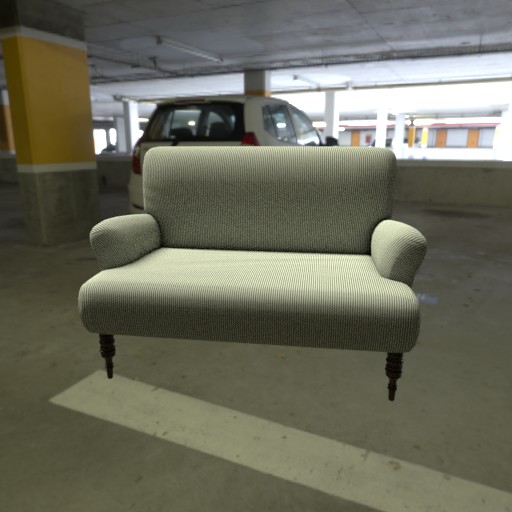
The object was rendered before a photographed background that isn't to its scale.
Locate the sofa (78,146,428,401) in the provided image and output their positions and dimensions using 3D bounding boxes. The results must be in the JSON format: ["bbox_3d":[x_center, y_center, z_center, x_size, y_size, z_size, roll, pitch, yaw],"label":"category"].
[{"bbox_3d":[0.000,0.000,1.862,1.297,0.889,0.779,2,14,8],"label":"sofa"}]
